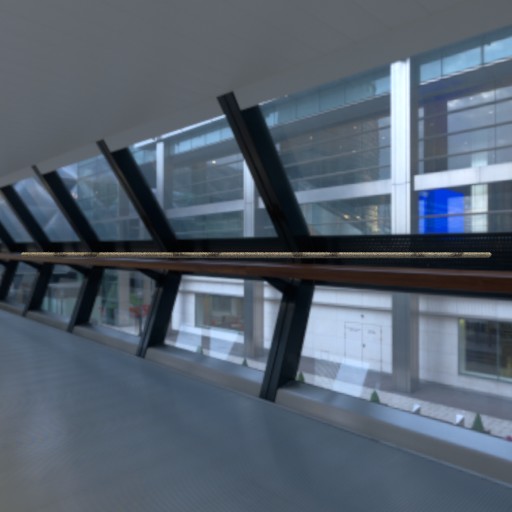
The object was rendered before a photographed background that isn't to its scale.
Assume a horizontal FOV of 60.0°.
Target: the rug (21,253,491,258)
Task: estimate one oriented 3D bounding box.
[{"bbox_3d":[0.000,0.000,2.943,2.348,0.024,1.501,0,0,0],"label":"rug"}]
